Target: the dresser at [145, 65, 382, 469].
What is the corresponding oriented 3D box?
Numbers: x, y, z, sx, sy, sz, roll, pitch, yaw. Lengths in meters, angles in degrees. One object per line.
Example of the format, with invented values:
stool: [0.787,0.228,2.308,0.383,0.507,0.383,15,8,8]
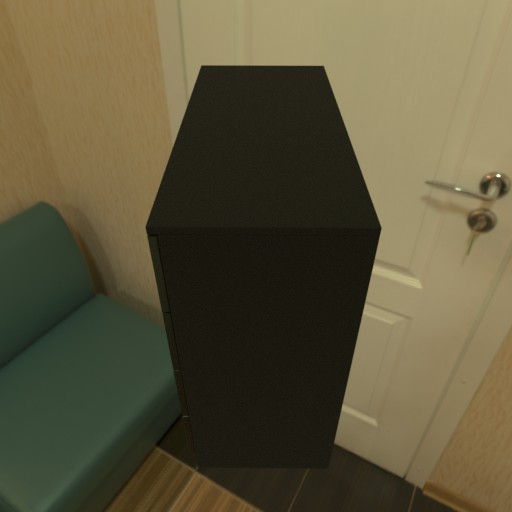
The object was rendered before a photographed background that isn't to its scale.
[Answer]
dresser: [0.000,0.000,1.139,0.360,0.720,0.750,0,39,0]
